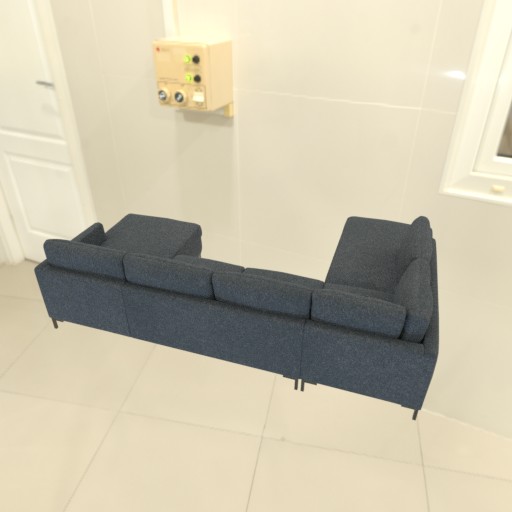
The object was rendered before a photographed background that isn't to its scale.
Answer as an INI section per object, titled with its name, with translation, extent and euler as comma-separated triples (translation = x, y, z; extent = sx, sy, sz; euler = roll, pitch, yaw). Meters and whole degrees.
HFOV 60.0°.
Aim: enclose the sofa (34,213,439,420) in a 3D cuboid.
[sofa]
translation = 0.000, 0.000, 3.863
extent = 2.956, 0.813, 2.007
euler = 10, 34, 15
